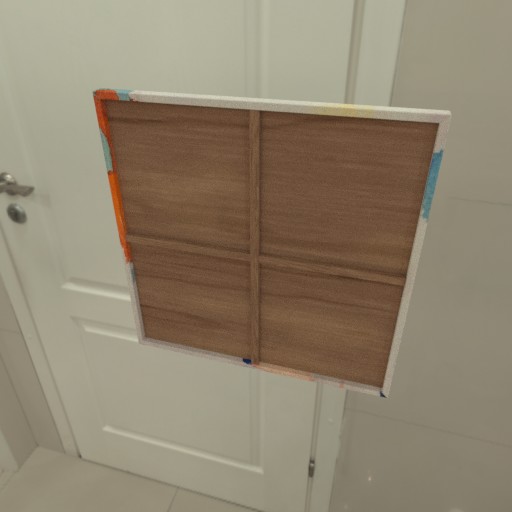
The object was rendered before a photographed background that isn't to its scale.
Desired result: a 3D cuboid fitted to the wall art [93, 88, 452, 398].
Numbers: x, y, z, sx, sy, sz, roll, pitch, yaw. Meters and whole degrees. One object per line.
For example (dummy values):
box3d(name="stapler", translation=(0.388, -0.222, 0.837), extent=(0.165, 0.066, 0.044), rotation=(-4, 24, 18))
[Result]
box3d(name="wall art", translation=(0.000, 0.000, 1.197), extent=(0.814, 0.814, 0.037), rotation=(9, 33, 14))
